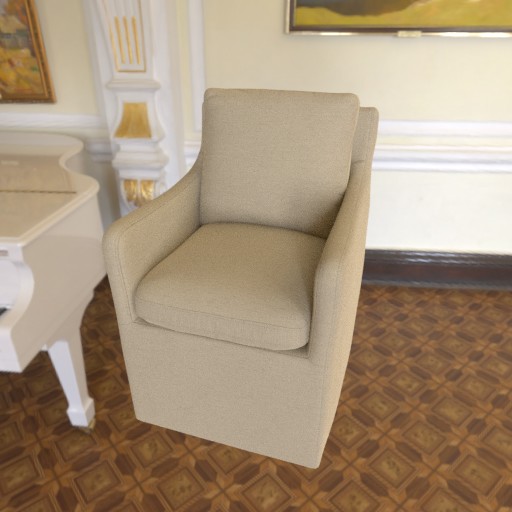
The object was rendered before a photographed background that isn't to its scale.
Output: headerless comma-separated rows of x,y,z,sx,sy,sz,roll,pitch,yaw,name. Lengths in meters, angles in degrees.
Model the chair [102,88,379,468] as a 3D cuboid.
0.000,0.000,1.354,0.626,0.914,0.694,8,28,16,chair
